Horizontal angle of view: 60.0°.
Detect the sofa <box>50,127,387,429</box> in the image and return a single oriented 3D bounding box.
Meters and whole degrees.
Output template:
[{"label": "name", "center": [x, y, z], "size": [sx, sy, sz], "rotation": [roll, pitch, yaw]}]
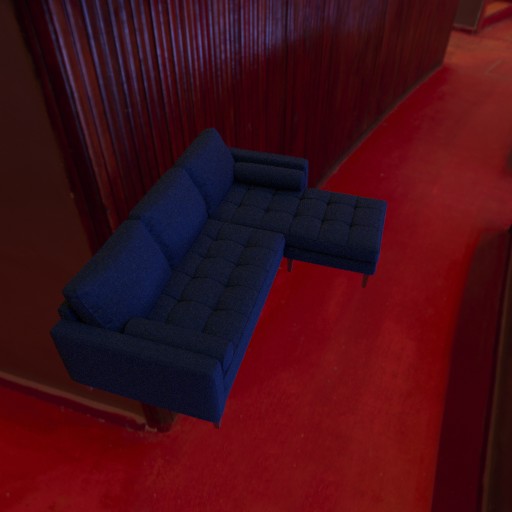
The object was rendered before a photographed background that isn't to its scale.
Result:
[{"label": "sofa", "center": [0.000, 0.000, 3.004], "size": [1.613, 0.841, 2.185], "rotation": [12, 43, 13]}]
